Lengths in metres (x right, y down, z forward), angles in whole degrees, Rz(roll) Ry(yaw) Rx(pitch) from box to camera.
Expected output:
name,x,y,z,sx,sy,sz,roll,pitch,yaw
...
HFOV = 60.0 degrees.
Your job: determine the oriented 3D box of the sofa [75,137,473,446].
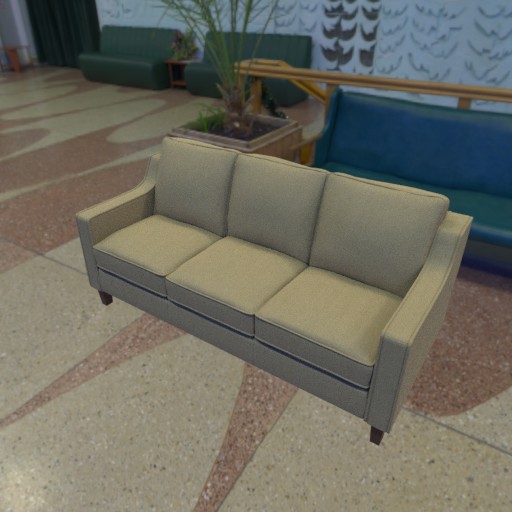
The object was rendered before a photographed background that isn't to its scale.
name,x,y,z,sx,sy,sz,roll,pitch,yaw
sofa,0.000,0.000,2.512,1.986,0.974,0.911,19,36,29
